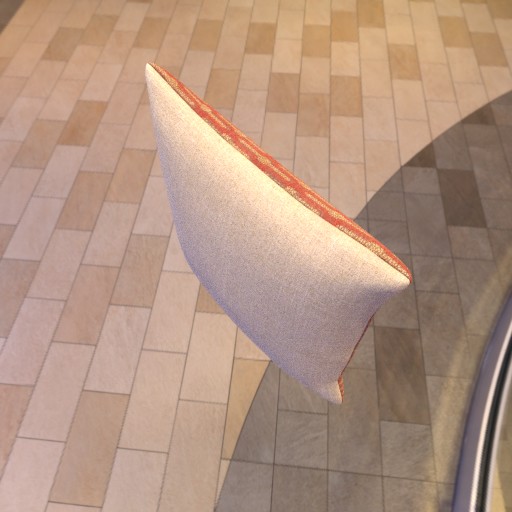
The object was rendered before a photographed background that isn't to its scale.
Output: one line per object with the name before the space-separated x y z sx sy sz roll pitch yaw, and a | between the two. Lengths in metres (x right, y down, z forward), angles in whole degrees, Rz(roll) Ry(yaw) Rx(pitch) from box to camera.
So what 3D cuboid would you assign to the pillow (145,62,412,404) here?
pillow | 0.000 0.000 0.778 0.182 0.503 0.511 -36 64 -21
